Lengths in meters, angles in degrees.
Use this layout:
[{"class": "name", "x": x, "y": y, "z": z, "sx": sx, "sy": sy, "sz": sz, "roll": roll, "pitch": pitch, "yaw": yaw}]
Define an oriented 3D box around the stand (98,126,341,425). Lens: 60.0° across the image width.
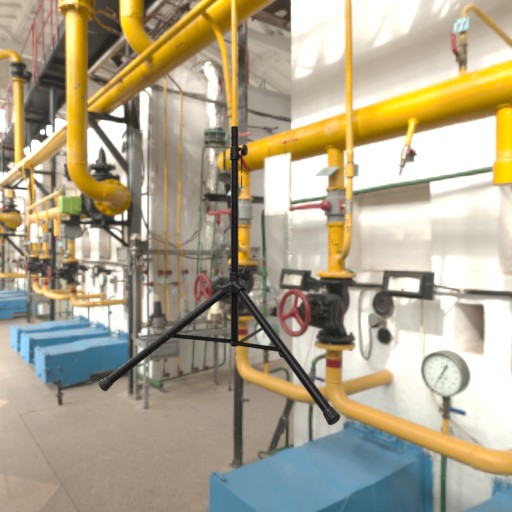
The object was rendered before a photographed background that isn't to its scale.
[{"class": "stand", "x": 0.000, "y": 0.000, "z": 1.832, "sx": 1.045, "sy": 1.136, "sz": 0.907, "roll": 0, "pitch": 0, "yaw": -36}]
